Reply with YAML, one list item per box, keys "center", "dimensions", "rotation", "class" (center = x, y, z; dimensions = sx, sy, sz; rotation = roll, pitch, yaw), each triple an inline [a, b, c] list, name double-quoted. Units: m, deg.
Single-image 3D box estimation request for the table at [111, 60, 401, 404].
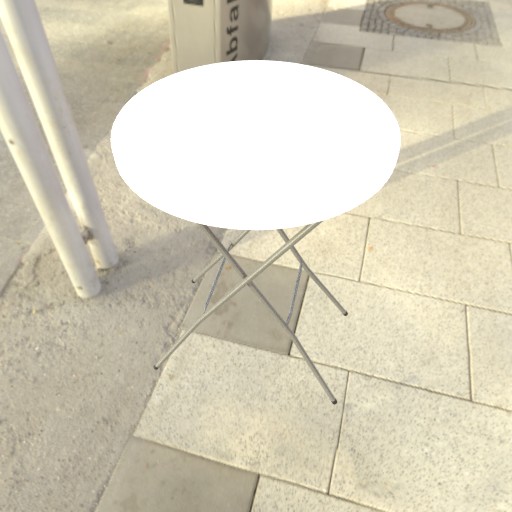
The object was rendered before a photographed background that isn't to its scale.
- center: [0.000, 0.000, 1.637]
  dimensions: [0.795, 1.105, 0.792]
  rotation: [10, 48, 9]
  class: "table"
